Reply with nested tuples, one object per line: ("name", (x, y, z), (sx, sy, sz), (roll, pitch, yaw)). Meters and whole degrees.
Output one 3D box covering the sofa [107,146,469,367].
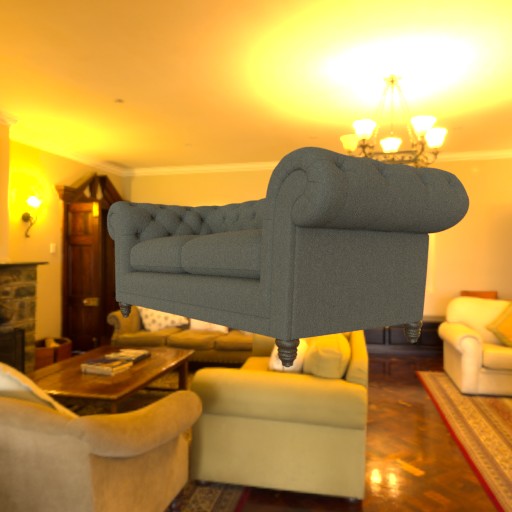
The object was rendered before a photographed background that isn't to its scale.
("sofa", (0.000, 0.000, 2.399), (0.986, 0.764, 1.998), (0, 0, -36))
